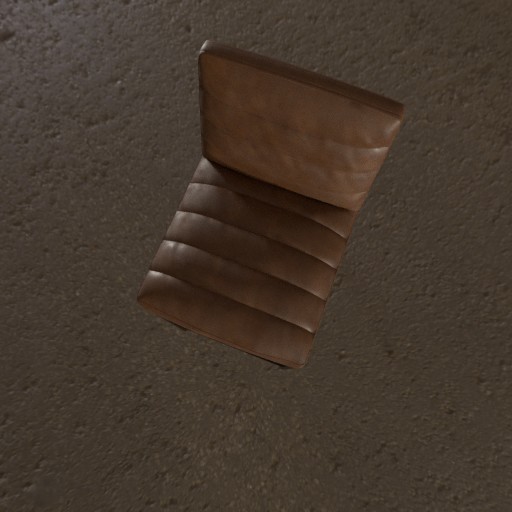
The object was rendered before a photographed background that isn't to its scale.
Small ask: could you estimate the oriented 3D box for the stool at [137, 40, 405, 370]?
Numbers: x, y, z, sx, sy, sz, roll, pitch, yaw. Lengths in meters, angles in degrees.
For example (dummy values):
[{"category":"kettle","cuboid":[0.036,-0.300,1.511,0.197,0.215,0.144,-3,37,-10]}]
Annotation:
[{"category":"stool","cuboid":[0.000,0.000,1.340,0.463,1.065,0.562,20,76,5]}]
